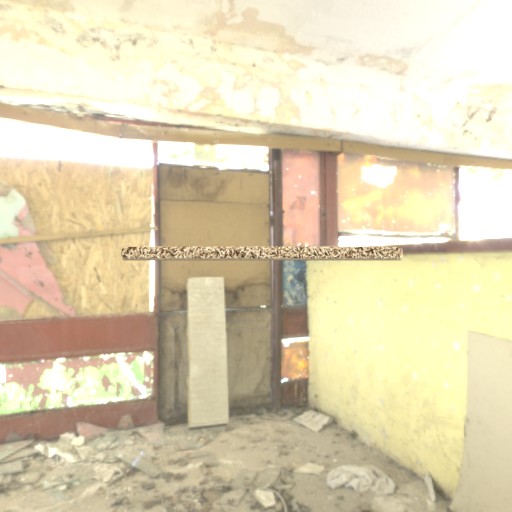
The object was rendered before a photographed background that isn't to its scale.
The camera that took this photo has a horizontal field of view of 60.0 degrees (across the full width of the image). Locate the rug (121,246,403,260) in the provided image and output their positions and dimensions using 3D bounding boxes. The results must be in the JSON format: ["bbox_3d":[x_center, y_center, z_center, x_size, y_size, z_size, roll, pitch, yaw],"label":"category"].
[{"bbox_3d":[0.000,0.000,1.706,0.609,0.030,1.524,0,0,-1],"label":"rug"}]
